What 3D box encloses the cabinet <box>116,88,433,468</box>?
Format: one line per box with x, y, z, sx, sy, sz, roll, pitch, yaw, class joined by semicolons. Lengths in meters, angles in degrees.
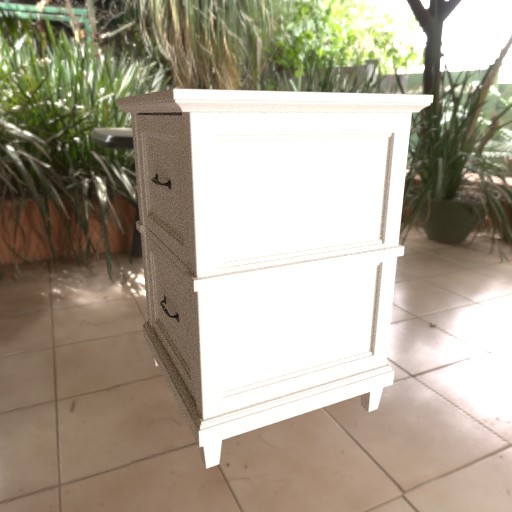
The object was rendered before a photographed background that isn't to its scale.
0.000;0.000;1.147;0.547;0.775;0.544;-8;20;-24;cabinet
